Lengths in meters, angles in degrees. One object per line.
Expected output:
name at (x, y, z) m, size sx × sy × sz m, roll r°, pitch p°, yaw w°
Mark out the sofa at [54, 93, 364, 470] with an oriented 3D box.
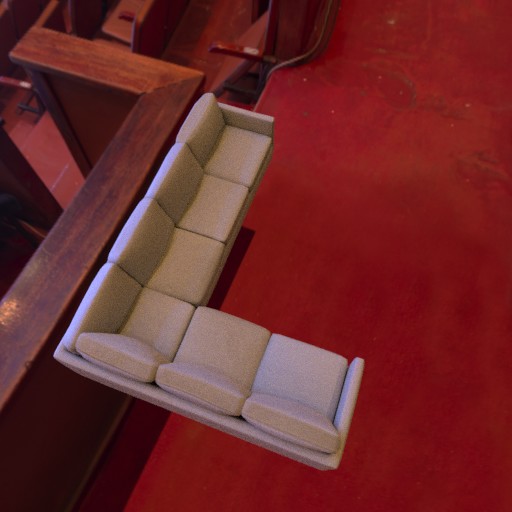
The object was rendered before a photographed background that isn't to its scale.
sofa at (0.000, 0.000, 4.514) m, size 2.592 × 0.947 × 3.301 m, roll 18°, pitch 65°, yaw 9°
